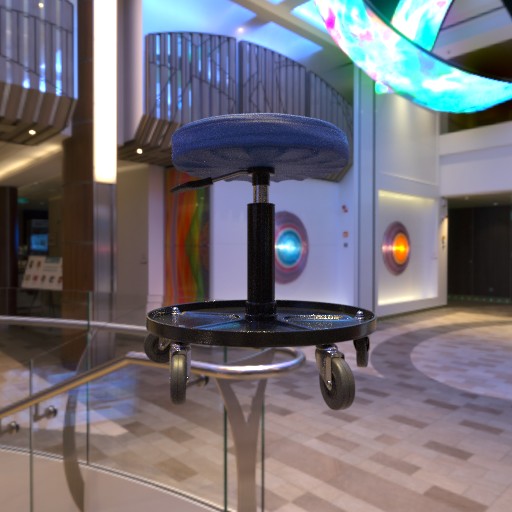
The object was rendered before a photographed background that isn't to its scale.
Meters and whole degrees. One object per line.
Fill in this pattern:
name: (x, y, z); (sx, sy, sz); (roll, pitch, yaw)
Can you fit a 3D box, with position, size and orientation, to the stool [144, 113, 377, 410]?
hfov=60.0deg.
stool: (0.000, 0.000, 0.694); (0.382, 0.365, 0.381); (0, 1, 1)
